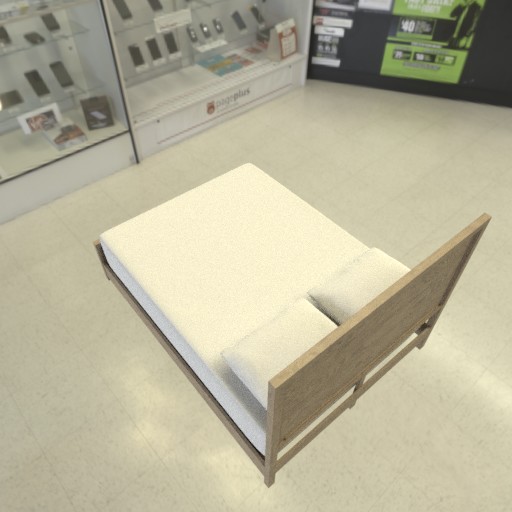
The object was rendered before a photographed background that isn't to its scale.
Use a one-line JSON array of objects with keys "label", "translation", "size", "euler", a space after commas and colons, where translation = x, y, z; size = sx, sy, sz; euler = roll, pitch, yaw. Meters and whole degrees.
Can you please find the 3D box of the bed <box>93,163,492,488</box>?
[{"label": "bed", "translation": [0.000, 0.000, 3.201], "size": [1.606, 1.369, 2.189], "euler": [-31, 55, -26]}]
